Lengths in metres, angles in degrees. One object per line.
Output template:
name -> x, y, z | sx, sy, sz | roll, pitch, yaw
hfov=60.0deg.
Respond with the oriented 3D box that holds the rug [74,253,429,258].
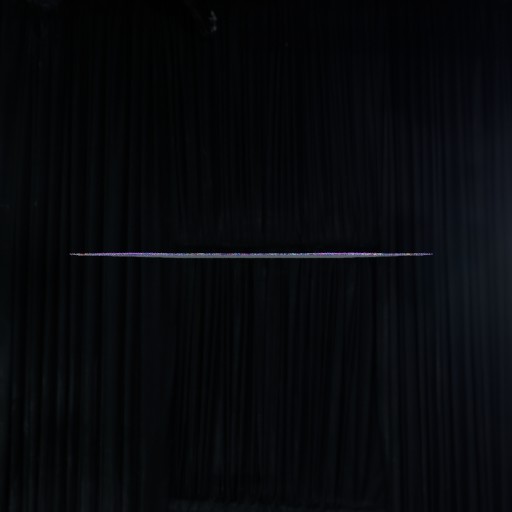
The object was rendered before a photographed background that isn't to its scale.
rug -> 0.000, 0.000, 3.021 | 1.539, 0.013, 2.350 | 0, -1, 2
